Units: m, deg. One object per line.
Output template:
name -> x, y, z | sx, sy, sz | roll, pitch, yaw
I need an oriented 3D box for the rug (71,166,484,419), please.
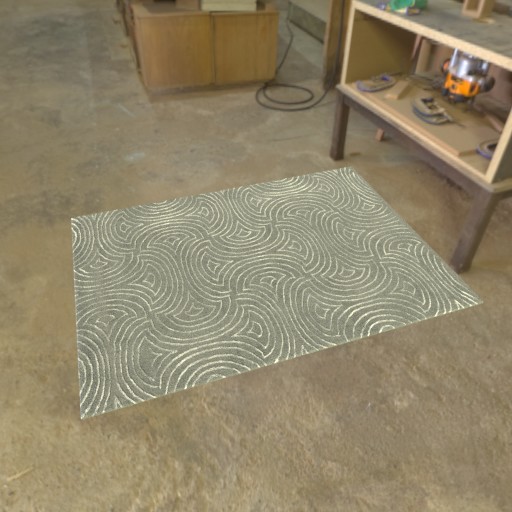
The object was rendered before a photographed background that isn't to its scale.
rug -> 0.000, 0.000, 2.745 | 2.144, 0.015, 1.543 | -13, 43, -14
